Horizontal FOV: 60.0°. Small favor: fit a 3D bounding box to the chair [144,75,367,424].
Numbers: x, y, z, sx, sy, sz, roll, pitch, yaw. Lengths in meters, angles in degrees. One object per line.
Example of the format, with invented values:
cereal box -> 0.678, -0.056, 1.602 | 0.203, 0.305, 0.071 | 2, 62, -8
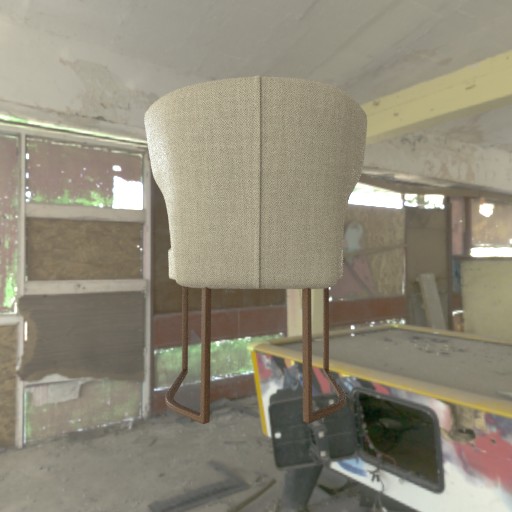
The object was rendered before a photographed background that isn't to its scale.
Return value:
chair -> 0.000, 0.000, 1.289 | 0.611, 0.824, 0.617 | 0, -1, 0
